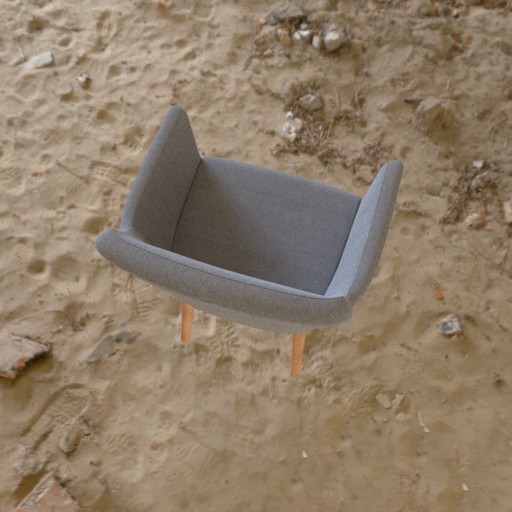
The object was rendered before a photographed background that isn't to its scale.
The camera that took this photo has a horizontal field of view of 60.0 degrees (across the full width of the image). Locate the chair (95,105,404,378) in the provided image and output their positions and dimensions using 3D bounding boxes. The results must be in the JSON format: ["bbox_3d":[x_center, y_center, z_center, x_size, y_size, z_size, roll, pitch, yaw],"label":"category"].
[{"bbox_3d":[0.000,0.000,1.166,0.570,0.780,0.540,16,66,7],"label":"chair"}]
